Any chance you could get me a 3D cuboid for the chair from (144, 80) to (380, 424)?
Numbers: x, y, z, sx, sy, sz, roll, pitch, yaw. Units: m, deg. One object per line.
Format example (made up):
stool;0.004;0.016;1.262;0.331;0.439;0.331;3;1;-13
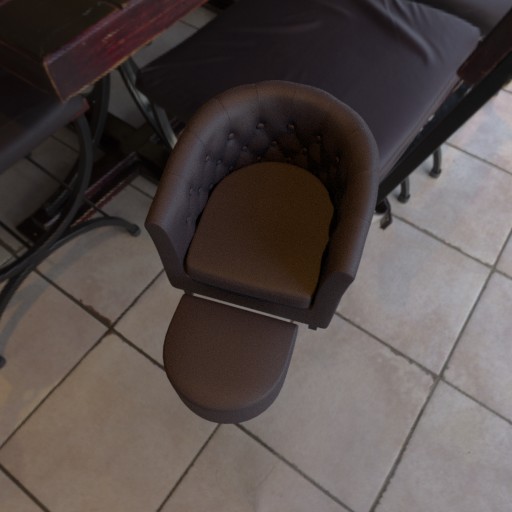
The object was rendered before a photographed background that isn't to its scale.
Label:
chair;0.000;0.000;1.728;0.763;0.760;1.191;14;61;8
